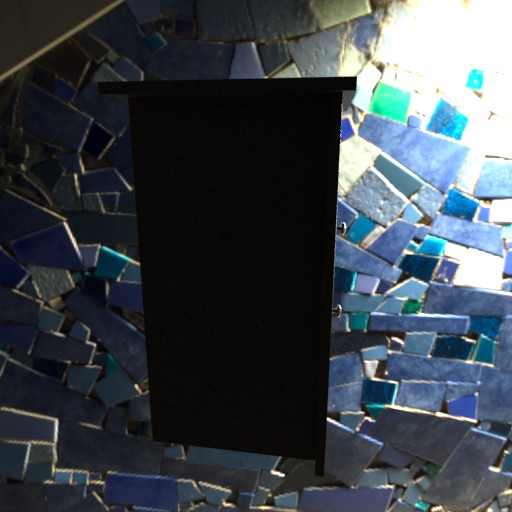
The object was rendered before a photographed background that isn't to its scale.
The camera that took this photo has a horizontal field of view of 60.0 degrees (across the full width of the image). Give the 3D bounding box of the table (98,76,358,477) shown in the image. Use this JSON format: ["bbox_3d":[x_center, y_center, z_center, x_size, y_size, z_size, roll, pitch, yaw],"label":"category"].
[{"bbox_3d":[0.000,0.000,1.043,0.408,0.711,0.589,3,15,10],"label":"table"}]
